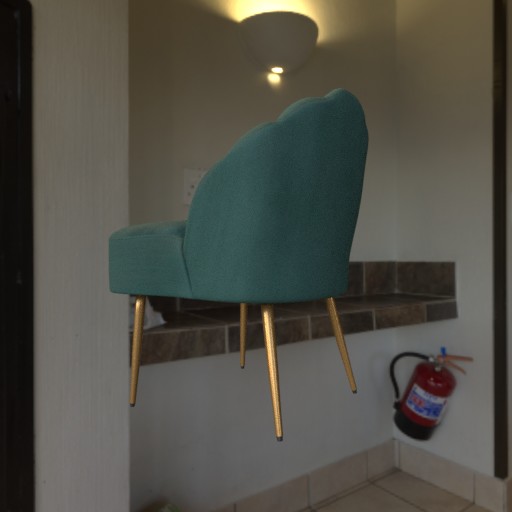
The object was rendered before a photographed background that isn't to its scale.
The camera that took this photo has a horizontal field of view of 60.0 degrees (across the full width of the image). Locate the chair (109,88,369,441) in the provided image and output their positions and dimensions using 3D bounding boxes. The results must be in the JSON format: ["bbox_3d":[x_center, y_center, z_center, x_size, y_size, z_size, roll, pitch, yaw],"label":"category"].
[{"bbox_3d":[0.000,0.000,1.273,0.599,0.819,0.657,0,0,35],"label":"chair"}]
